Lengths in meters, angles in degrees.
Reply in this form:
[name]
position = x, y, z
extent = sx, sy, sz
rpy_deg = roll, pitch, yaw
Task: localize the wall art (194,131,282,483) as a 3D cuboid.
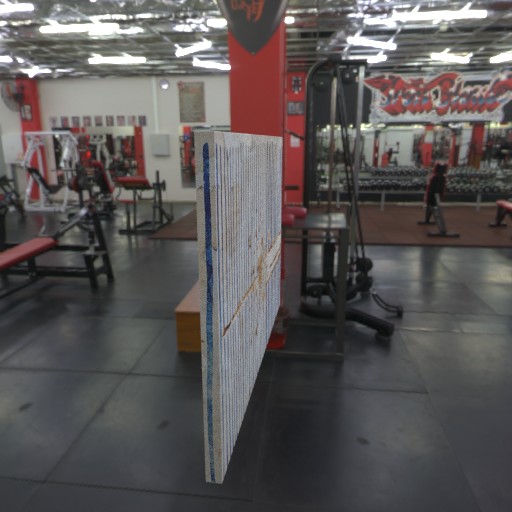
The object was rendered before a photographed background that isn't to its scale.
[wall art]
position = 0.000, 0.000, 1.442
extent = 0.038, 0.757, 1.143
rpy_deg = 2, 15, 9
